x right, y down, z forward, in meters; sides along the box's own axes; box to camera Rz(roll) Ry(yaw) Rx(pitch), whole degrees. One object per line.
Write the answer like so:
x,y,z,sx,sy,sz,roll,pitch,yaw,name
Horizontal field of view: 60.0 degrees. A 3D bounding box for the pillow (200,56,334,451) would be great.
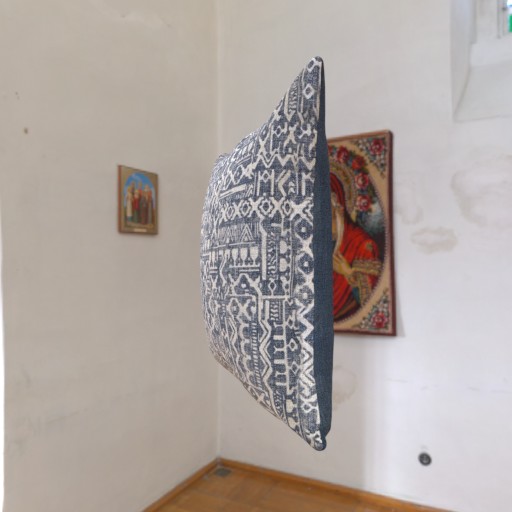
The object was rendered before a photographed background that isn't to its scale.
0.000,0.000,0.786,0.180,0.487,0.546,0,0,-17,pillow
